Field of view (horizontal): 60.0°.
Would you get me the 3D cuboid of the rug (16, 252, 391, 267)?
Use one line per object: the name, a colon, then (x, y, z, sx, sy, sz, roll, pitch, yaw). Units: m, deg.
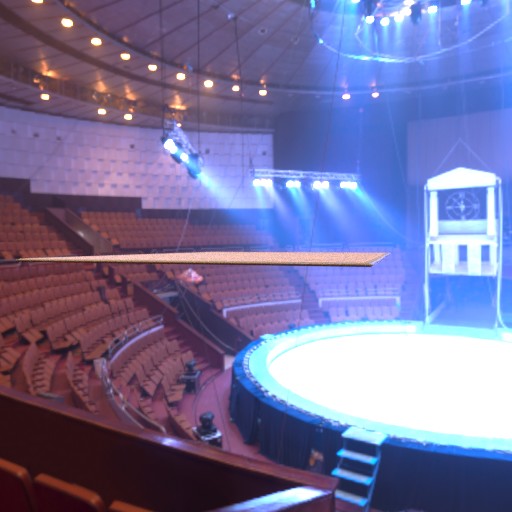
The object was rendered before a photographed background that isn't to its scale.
rug: (0.000, 0.000, 2.825, 1.589, 0.014, 2.205, 0, 1, 18)
